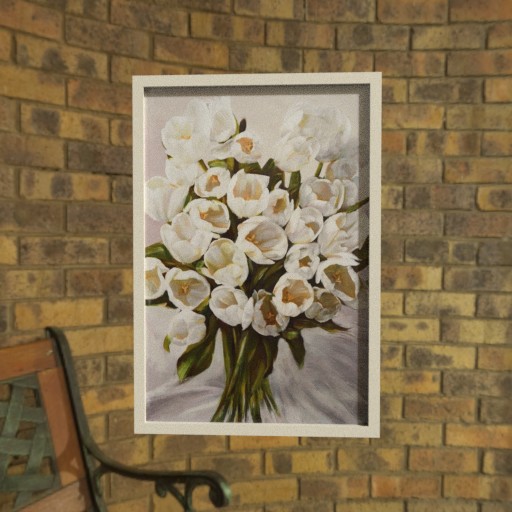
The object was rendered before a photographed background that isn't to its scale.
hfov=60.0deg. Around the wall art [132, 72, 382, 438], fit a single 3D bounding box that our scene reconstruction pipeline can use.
[{"bbox_3d":[0.000,0.000,0.824,0.450,0.657,0.038,0,1,2],"label":"wall art"}]
